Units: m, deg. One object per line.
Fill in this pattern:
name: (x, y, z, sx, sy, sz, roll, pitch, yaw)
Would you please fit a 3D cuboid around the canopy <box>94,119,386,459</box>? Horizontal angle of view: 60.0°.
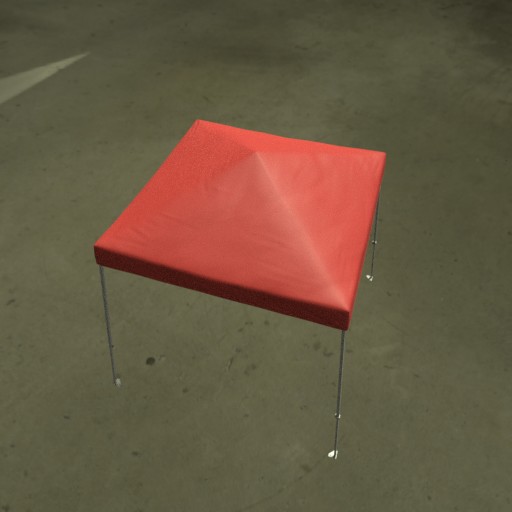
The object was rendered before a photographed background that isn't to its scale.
canopy: (0.000, 0.000, 5.196, 2.848, 2.849, 2.849, 14, 48, 13)
